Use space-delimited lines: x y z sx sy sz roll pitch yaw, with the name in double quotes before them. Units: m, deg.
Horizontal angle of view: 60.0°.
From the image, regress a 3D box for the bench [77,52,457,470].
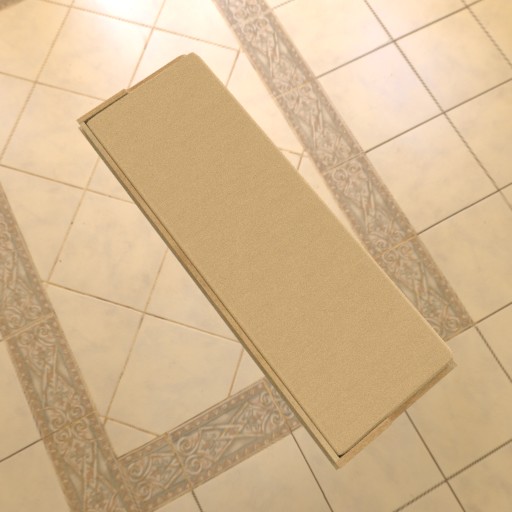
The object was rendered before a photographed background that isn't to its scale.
"bench" 0.000 0.000 1.385 0.398 0.501 1.140 -37 80 -8
